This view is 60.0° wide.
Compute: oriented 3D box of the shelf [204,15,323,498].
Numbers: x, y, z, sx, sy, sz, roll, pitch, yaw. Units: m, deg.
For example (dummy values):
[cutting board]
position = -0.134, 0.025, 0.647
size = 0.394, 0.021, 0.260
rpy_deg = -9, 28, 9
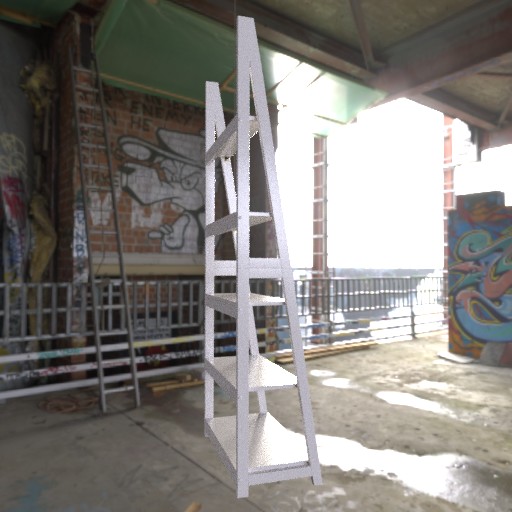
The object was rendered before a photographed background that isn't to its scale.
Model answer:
[shelf]
position = 0.000, 0.000, 1.984
size = 0.341, 1.779, 0.636
rpy_deg = 0, -2, -18
